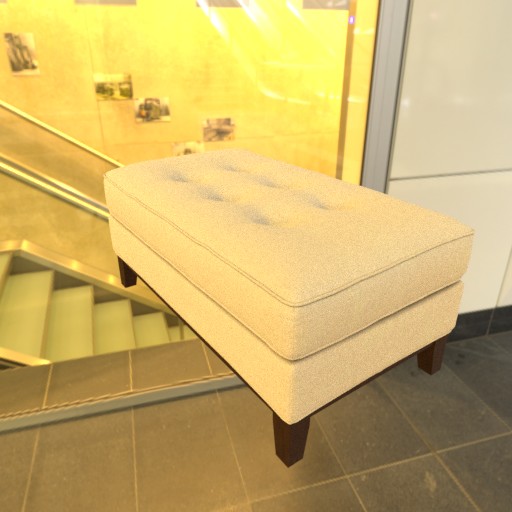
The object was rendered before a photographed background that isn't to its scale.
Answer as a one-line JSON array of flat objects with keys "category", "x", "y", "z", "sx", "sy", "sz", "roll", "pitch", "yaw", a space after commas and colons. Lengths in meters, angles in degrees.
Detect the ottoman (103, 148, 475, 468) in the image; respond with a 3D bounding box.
[{"category": "ottoman", "x": 0.000, "y": 0.000, "z": 1.485, "sx": 0.648, "sy": 0.508, "sz": 1.143, "roll": -17, "pitch": 30, "yaw": -32}]
